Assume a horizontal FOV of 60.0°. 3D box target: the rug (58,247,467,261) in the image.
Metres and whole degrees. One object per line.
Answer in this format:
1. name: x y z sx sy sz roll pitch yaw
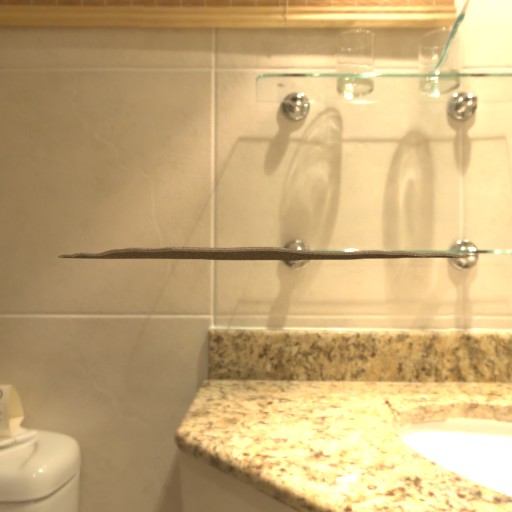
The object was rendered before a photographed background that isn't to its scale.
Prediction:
1. rug: 0.000 0.000 0.903 0.642 0.008 0.551 1 -2 -36
